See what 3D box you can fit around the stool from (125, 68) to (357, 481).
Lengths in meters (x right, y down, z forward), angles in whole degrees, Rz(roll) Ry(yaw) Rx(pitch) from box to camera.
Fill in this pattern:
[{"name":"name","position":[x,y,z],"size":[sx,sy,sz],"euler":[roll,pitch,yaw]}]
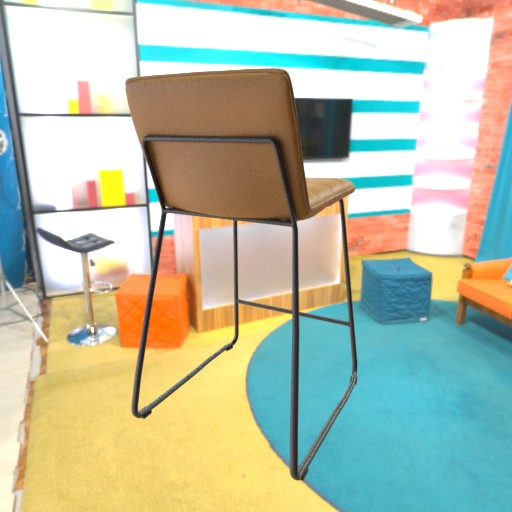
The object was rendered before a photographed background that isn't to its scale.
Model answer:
[{"name":"stool","position":[0.000,0.000,1.179],"size":[0.489,0.866,0.524],"euler":[9,18,27]}]
